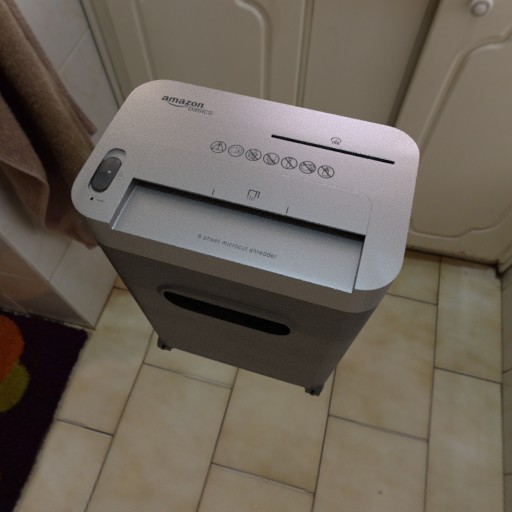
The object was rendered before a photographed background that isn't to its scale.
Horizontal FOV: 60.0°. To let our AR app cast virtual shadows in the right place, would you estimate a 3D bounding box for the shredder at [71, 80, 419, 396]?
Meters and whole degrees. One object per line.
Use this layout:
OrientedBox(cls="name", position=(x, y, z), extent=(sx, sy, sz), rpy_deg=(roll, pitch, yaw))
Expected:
OrientedBox(cls="shredder", position=(0.000, 0.000, 0.618), extent=(0.311, 0.419, 0.237), rpy_deg=(15, 62, 8))
